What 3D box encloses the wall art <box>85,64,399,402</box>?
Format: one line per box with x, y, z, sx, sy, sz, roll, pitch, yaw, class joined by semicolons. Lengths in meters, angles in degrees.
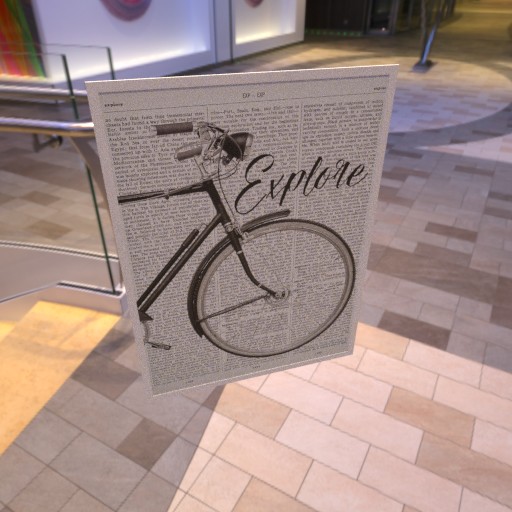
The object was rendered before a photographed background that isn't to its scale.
0.000;0.000;0.785;0.457;0.610;0.003;-9;33;-14;wall art
